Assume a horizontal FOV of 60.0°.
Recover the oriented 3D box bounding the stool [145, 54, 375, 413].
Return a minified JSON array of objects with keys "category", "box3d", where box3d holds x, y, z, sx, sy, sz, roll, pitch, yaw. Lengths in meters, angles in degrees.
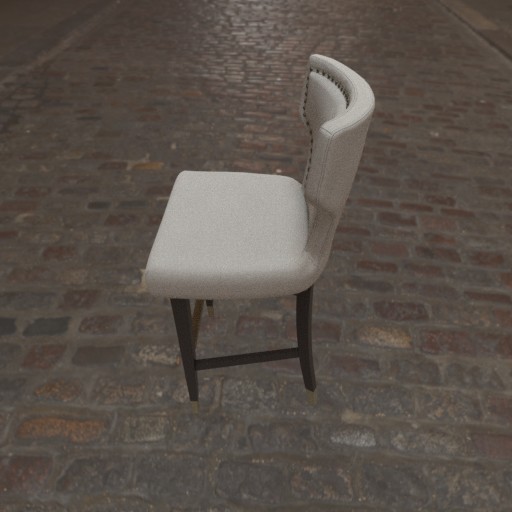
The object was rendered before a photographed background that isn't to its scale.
[{"category":"stool","box3d":[0.000,0.000,1.417,0.563,1.092,0.526,2,40,2]}]
